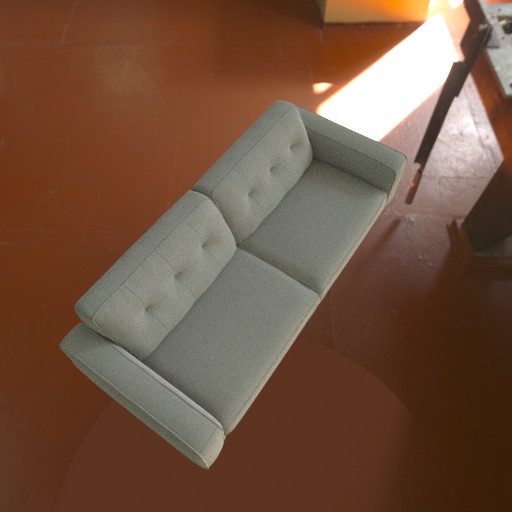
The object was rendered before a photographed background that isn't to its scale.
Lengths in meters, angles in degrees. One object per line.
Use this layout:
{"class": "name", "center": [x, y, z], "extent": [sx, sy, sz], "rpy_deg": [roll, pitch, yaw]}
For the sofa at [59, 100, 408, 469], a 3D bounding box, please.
{"class": "sofa", "center": [0.000, 0.000, 2.758], "extent": [0.956, 0.781, 2.270], "rpy_deg": [31, 63, 17]}
